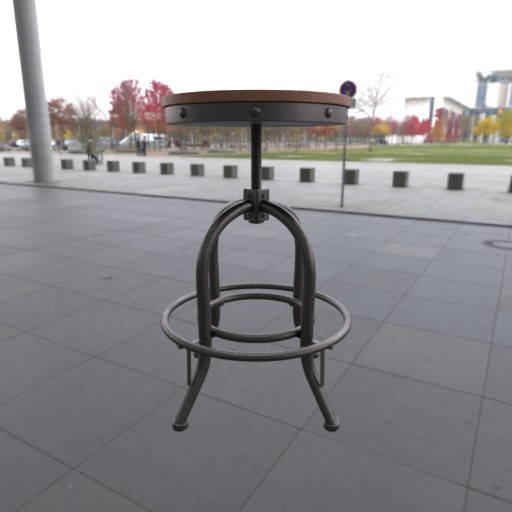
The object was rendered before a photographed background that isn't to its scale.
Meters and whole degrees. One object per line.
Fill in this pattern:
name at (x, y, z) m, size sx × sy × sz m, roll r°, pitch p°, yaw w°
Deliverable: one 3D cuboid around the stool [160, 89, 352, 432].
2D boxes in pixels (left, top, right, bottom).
stool at (0.000, 0.000, 0.911) m, size 0.439 × 0.609 × 0.439 m, roll -14°, pitch 20°, yaw -43°
